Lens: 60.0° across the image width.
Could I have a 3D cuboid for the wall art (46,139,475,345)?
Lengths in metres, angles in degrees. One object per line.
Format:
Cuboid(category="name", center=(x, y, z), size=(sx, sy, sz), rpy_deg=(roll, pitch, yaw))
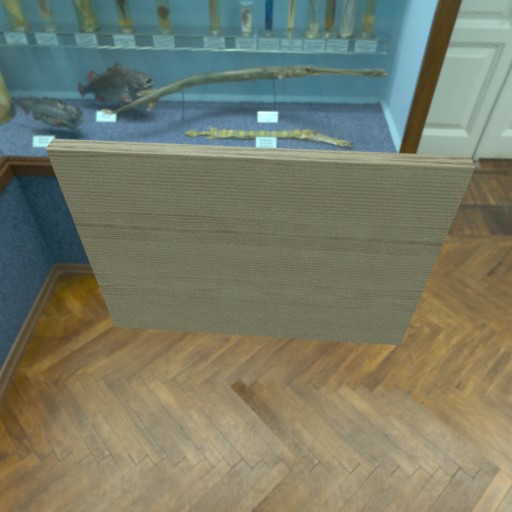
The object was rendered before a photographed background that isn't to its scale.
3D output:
Cuboid(category="wall art", center=(0.000, 0.000, 1.104), size=(0.841, 0.609, 0.063), rpy_deg=(3, 46, 3))
